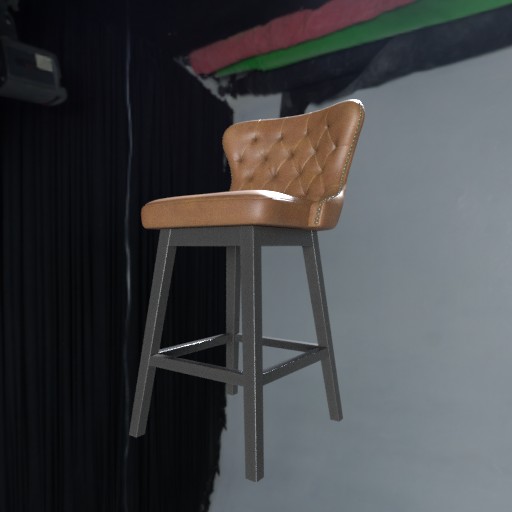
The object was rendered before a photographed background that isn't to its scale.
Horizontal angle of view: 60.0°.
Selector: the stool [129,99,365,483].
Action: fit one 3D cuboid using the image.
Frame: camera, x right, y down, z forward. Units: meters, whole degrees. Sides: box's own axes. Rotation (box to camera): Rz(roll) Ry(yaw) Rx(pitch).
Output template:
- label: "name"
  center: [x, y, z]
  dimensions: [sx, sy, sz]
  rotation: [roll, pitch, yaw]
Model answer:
- label: "stool"
  center: [0.000, 0.000, 1.316]
  dimensions: [0.528, 0.971, 0.593]
  rotation: [1, 1, 36]
